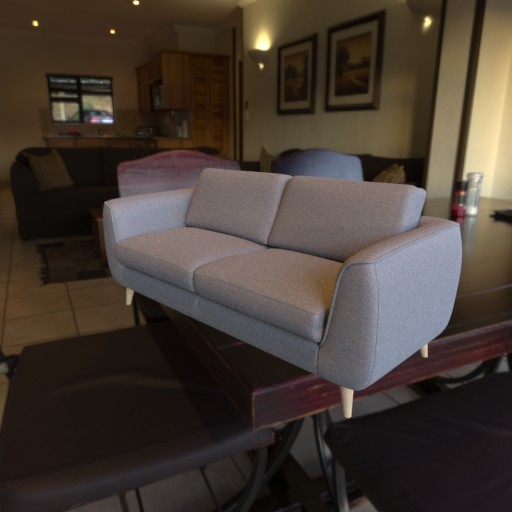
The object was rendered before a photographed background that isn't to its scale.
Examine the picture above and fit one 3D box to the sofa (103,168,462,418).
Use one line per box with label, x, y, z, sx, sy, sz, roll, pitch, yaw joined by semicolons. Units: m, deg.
sofa;0.000;0.000;2.544;2.000;0.870;0.920;15;21;43
